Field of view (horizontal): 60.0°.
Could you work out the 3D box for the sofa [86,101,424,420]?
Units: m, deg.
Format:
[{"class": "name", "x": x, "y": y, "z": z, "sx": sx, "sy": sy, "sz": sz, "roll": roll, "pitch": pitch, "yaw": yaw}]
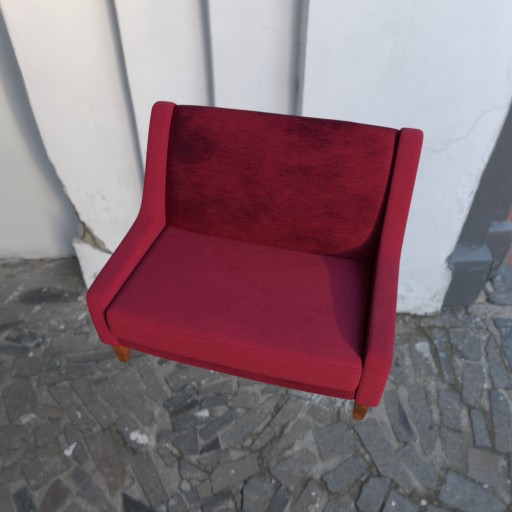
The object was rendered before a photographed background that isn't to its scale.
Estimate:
[{"class": "sofa", "x": 0.000, "y": 0.000, "z": 1.983, "sx": 1.242, "sy": 0.976, "sz": 0.946, "roll": 10, "pitch": 41, "yaw": 12}]
